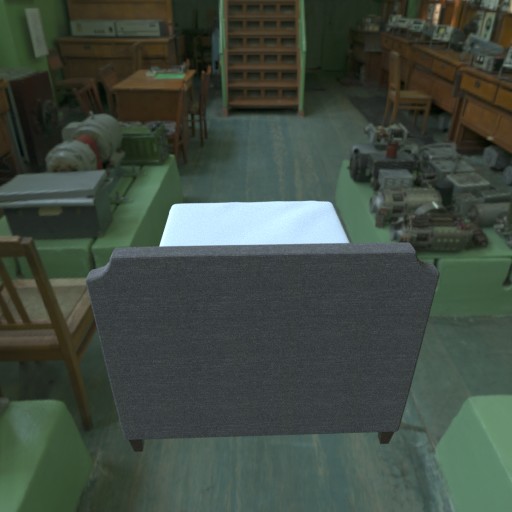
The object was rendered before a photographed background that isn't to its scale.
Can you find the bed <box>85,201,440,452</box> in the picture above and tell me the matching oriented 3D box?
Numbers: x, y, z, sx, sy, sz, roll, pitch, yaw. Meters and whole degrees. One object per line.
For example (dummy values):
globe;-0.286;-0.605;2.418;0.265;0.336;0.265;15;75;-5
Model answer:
bed;0.000;0.000;3.450;1.713;1.457;2.381;-1;31;-2
